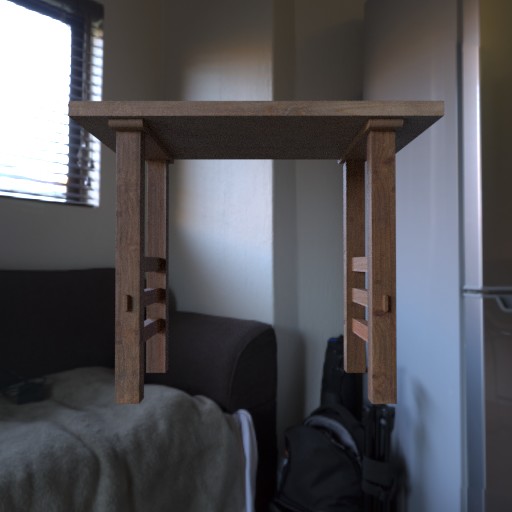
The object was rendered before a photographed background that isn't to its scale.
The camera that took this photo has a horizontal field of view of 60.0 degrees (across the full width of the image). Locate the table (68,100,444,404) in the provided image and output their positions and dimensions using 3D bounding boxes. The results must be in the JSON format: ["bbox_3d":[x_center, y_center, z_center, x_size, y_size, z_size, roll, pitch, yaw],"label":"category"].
[{"bbox_3d":[0.000,0.000,1.587,1.119,0.914,0.556,0,-1,0],"label":"table"}]
